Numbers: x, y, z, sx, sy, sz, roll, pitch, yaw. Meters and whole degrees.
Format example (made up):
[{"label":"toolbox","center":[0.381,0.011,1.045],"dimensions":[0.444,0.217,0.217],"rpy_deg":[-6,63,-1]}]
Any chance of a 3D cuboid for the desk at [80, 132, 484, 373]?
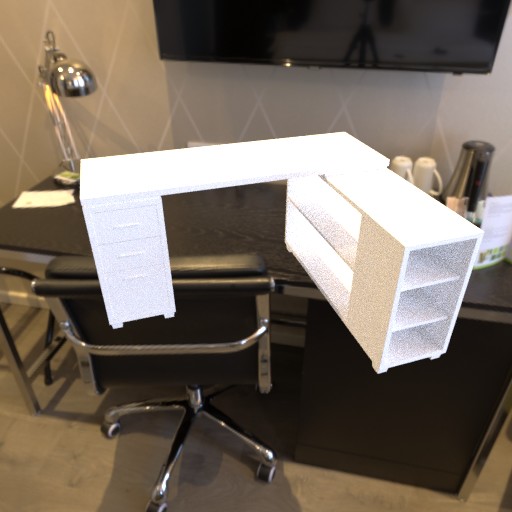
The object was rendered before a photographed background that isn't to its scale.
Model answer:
[{"label":"desk","center":[0.000,0.000,2.227],"dimensions":[1.524,0.759,1.199],"rpy_deg":[-10,34,-15]}]
